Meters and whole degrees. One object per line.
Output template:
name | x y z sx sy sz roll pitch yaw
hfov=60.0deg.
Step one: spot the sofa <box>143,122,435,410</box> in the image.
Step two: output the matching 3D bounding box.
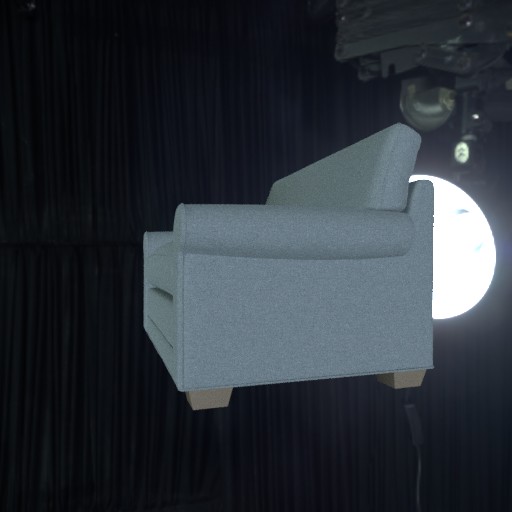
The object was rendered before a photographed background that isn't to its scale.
sofa | 0.000 0.000 2.051 0.940 0.953 1.410 0 -1 -18
